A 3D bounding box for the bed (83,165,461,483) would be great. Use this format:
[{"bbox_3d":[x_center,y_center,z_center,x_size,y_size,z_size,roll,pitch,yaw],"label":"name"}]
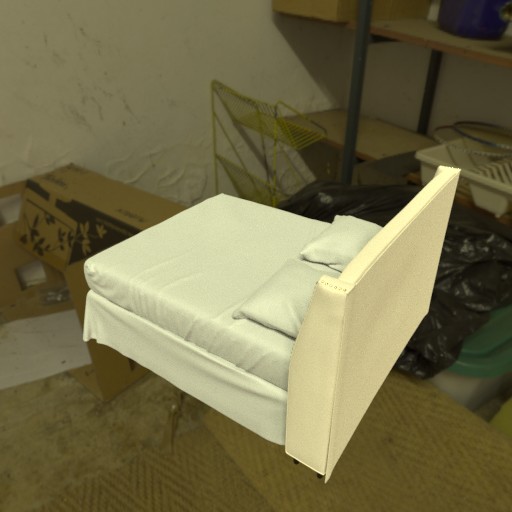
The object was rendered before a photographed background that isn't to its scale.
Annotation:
[{"bbox_3d":[0.000,0.000,3.365,2.276,1.332,1.925,19,35,30],"label":"bed"}]
